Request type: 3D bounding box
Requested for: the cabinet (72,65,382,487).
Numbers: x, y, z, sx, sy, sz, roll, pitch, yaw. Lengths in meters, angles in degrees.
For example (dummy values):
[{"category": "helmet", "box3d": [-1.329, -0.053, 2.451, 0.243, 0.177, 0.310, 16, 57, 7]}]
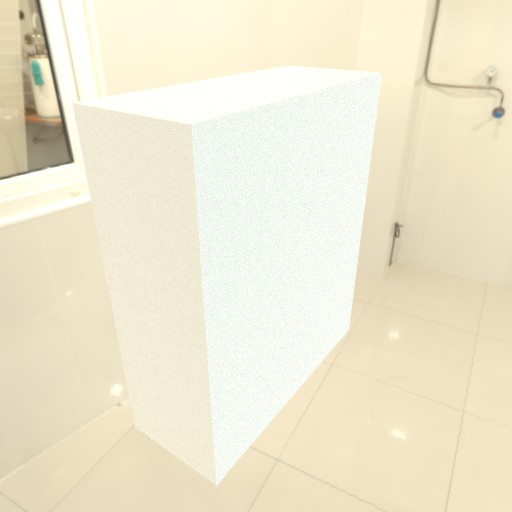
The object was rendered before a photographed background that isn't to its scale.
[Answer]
[{"category": "cabinet", "box3d": [0.000, 0.000, 1.637, 0.400, 1.190, 1.000, 19, 35, 31]}]
